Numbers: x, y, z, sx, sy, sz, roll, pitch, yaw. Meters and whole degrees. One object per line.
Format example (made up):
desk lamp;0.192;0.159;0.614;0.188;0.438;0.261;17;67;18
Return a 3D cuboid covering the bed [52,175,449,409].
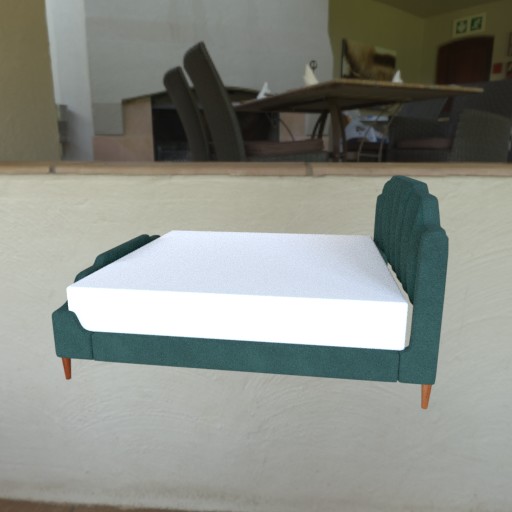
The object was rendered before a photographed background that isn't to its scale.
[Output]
bed;0.000;0.000;3.532;2.340;1.245;2.074;2;14;8
